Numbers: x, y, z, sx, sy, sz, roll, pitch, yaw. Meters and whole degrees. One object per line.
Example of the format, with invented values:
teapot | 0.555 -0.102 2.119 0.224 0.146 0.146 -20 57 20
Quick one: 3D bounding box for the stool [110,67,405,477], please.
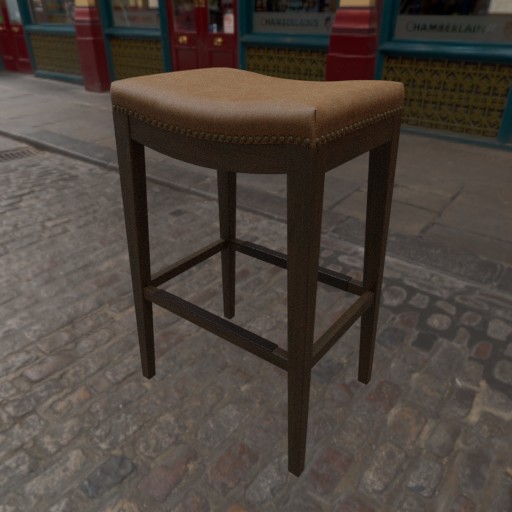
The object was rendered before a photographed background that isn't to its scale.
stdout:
stool | 0.000 0.000 1.018 0.500 0.759 0.361 20 34 32
